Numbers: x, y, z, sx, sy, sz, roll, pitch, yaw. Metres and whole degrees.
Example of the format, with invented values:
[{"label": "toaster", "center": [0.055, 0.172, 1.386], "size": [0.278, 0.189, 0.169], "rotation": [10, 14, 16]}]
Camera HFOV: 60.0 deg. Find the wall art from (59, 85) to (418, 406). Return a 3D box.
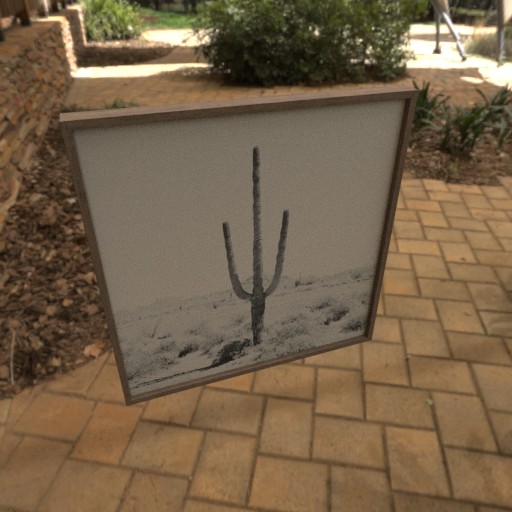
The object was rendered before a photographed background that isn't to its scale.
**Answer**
[{"label": "wall art", "center": [0.000, 0.000, 0.748], "size": [0.508, 0.508, 0.038], "rotation": [-11, 34, -17]}]
